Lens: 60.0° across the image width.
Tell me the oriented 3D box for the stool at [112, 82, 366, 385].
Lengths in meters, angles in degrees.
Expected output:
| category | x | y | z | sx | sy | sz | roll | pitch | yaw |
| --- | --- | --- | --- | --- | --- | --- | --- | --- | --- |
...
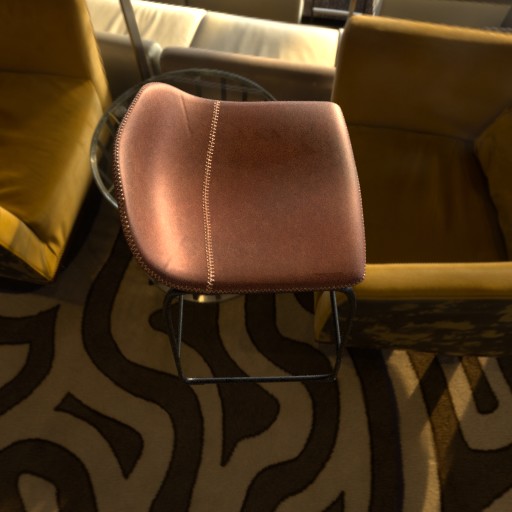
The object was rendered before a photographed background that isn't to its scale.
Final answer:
| category | x | y | z | sx | sy | sz | roll | pitch | yaw |
| --- | --- | --- | --- | --- | --- | --- | --- | --- | --- |
| stool | 0.000 | 0.000 | 1.090 | 0.473 | 0.830 | 0.454 | -1 | 63 | -1 |
